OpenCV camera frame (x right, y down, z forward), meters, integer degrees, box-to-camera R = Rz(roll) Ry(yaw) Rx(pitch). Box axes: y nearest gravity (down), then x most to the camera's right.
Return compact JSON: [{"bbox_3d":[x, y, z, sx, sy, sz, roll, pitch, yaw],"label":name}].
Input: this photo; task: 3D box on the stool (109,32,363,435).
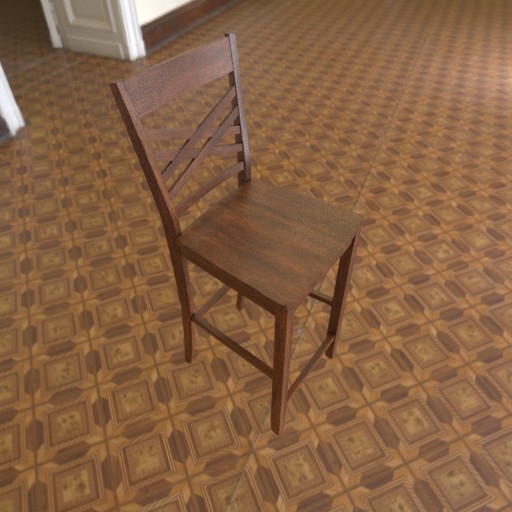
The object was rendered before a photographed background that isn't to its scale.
[{"bbox_3d":[0.000,0.000,1.354,0.504,1.098,0.426,26,49,25],"label":"stool"}]
